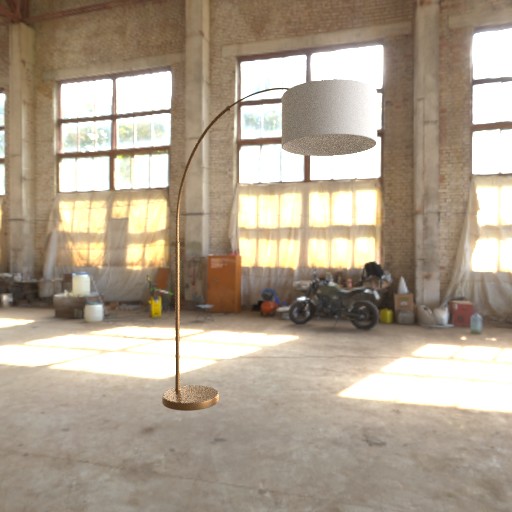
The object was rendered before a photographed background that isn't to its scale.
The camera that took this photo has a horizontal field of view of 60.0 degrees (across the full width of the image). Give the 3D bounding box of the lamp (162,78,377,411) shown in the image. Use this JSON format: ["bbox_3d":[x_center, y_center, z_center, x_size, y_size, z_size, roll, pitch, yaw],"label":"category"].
[{"bbox_3d":[0.000,0.000,2.617,1.434,1.927,0.493,0,1,36],"label":"lamp"}]
